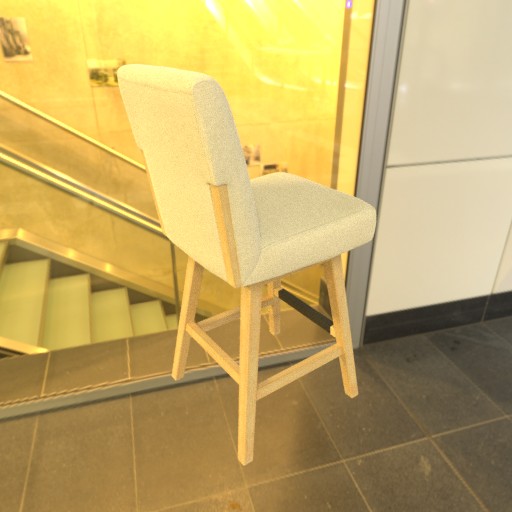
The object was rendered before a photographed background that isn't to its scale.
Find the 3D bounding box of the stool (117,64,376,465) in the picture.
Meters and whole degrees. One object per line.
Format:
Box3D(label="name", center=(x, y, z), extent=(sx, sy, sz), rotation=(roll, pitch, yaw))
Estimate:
Box3D(label="stool", center=(0.000, 0.000, 1.267), extent=(0.543, 1.015, 0.446), rotation=(-18, 32, -32))
